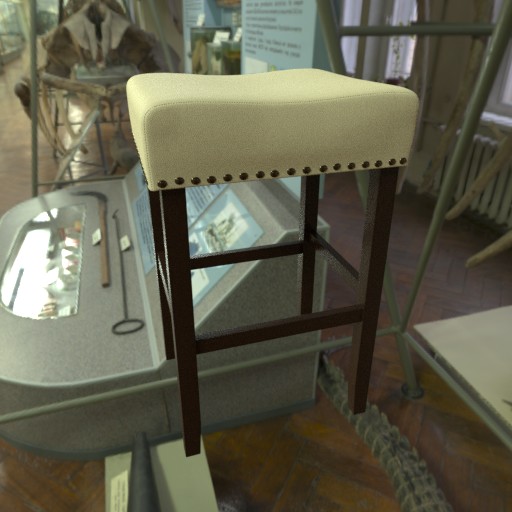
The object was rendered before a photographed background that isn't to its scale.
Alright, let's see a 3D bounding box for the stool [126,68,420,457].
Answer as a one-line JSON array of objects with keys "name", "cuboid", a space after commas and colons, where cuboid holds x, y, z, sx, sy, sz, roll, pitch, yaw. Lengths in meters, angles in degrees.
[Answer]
[{"name": "stool", "cuboid": [0.000, 0.000, 1.021, 0.471, 0.762, 0.401, -8, 29, -15]}]
